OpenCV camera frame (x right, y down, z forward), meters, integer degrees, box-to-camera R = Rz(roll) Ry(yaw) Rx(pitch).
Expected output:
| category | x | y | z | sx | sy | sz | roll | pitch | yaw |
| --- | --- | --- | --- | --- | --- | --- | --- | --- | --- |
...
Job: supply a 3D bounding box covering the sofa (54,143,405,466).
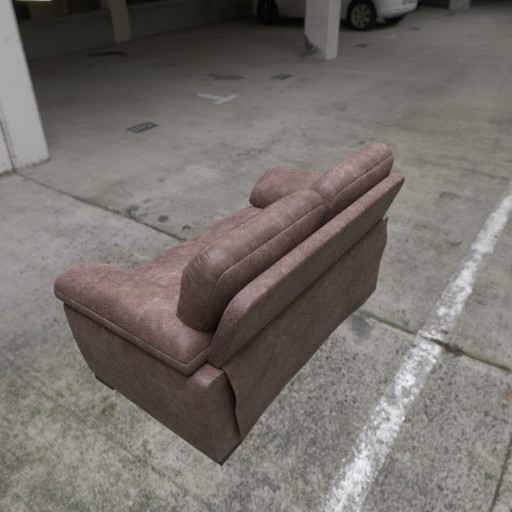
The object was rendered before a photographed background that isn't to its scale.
| category | x | y | z | sx | sy | sz | roll | pitch | yaw |
| --- | --- | --- | --- | --- | --- | --- | --- | --- | --- |
| sofa | 0.000 | 0.000 | 2.353 | 0.991 | 0.991 | 1.753 | 20 | 36 | 30 |
